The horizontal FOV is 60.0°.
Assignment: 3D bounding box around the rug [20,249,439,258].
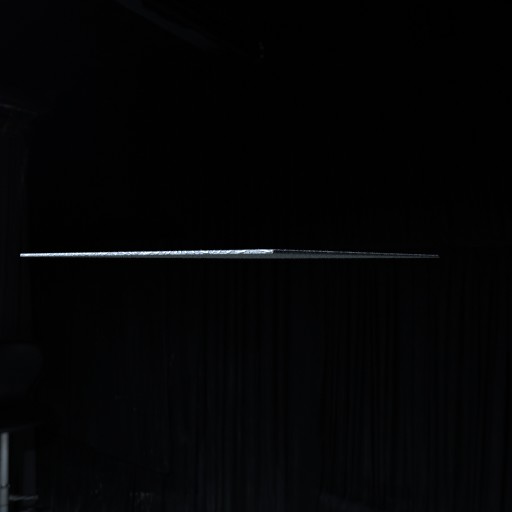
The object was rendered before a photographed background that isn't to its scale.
[{"bbox_3d":[0.000,0.000,4.042,2.456,0.021,3.042,0,-1,36],"label":"rug"}]
